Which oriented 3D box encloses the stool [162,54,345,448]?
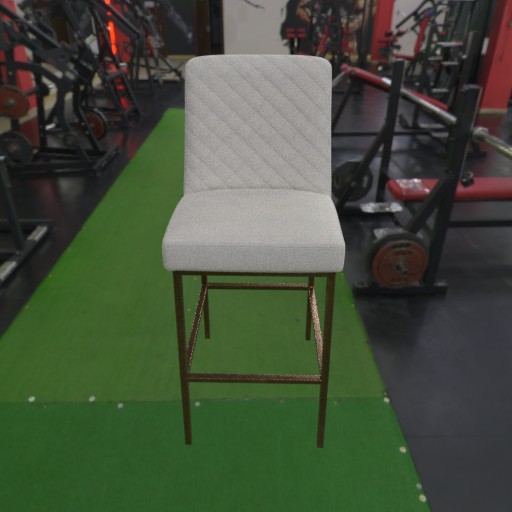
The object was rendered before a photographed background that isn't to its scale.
[{"bbox_3d":[0.000,0.000,1.362,0.462,1.084,0.546,1,30,1],"label":"stool"}]
